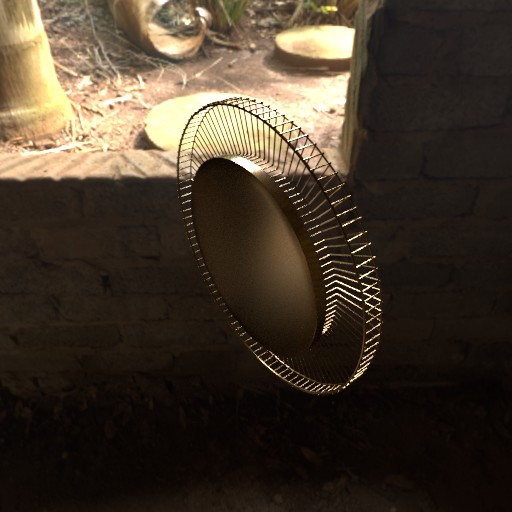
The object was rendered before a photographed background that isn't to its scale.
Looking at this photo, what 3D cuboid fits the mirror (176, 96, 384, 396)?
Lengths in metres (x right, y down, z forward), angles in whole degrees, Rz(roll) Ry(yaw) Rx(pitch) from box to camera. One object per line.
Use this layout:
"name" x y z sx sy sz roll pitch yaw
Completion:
"mirror" 0.000 0.000 1.037 0.067 0.703 0.703 -25 46 -27
